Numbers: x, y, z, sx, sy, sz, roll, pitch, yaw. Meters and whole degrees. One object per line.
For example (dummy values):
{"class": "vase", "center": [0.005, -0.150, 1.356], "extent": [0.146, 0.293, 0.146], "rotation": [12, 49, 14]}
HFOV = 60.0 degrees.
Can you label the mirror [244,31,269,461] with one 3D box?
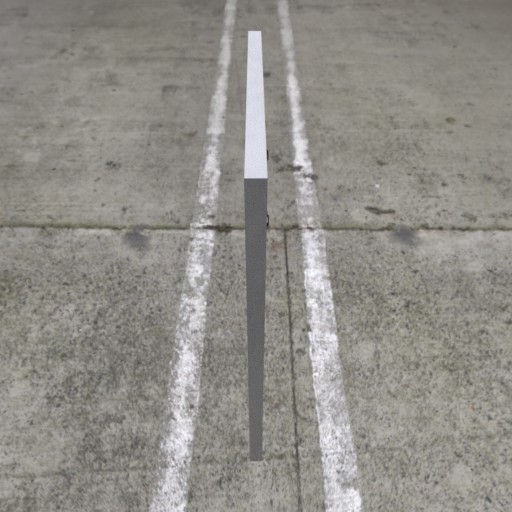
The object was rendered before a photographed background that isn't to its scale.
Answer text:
{"class": "mirror", "center": [0.000, 0.000, 1.305], "extent": [0.041, 1.016, 0.762], "rotation": [0, 42, 0]}
